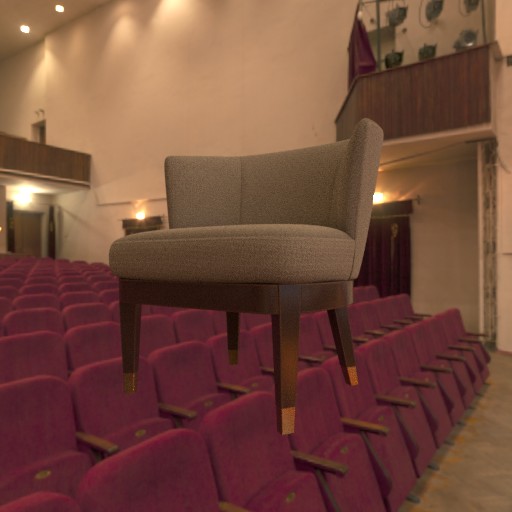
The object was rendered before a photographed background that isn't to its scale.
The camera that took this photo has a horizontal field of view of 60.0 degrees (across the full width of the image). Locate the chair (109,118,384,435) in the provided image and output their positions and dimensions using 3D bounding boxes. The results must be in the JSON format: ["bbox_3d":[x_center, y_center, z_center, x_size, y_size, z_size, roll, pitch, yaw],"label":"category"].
[{"bbox_3d":[0.000,0.000,1.288,0.700,0.760,0.660,0,-1,35],"label":"chair"}]
